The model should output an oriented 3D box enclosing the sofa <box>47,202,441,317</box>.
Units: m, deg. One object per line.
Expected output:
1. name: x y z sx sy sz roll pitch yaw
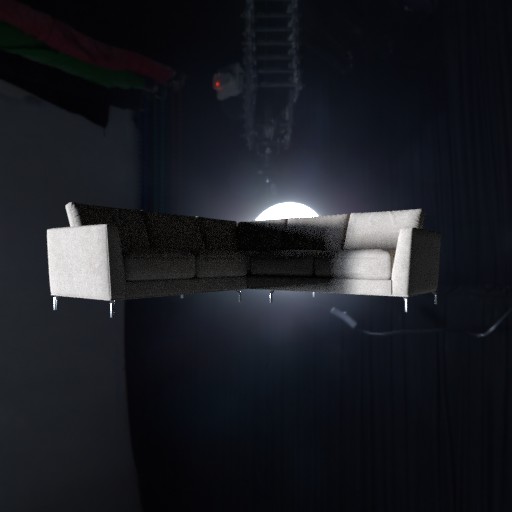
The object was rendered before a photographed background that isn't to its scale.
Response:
1. sofa: 0.000 0.000 3.756 2.438 0.864 2.438 0 -1 37
